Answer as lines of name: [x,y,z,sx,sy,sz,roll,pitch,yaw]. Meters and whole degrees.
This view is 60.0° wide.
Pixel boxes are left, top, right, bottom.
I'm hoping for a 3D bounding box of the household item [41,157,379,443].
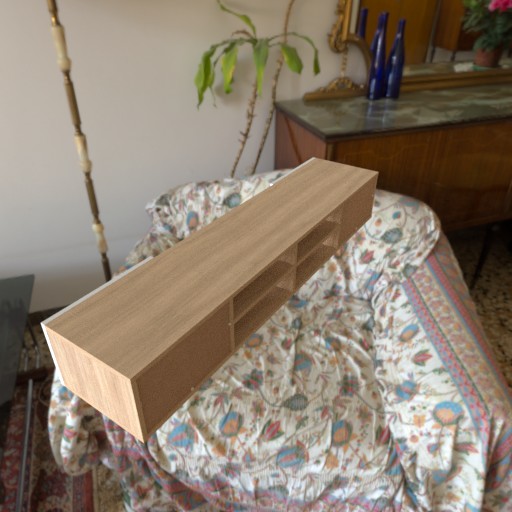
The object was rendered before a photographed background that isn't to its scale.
household item: [0.000,0.000,2.060,0.420,0.310,1.850,20,38,28]
